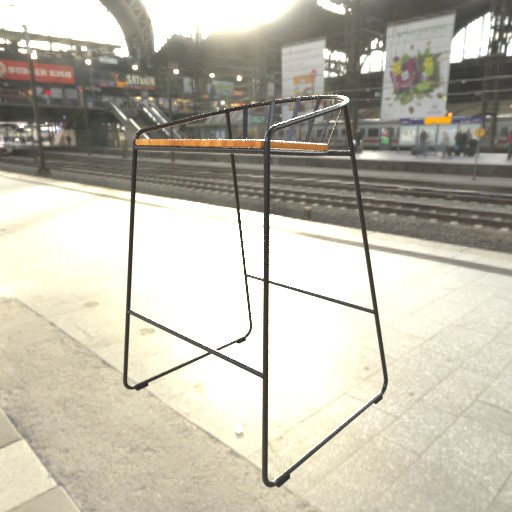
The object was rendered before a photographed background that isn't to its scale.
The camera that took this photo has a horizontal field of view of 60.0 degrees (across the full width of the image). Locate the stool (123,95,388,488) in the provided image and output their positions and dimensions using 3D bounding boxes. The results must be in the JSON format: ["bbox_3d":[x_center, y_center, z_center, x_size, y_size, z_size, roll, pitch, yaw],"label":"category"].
[{"bbox_3d":[0.000,0.000,1.152,0.546,0.812,0.521,14,20,41],"label":"stool"}]
